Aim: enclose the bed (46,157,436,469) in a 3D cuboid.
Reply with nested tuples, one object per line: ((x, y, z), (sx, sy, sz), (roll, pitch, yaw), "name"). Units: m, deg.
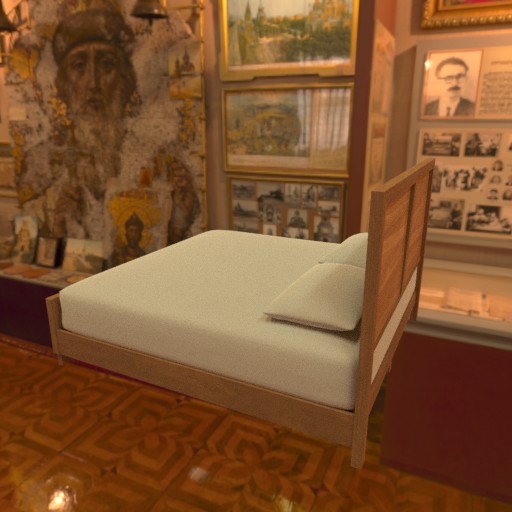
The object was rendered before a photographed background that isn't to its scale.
((0.000, 0.000, 3.336), (2.184, 1.387, 2.003), (8, 19, 26), "bed")
